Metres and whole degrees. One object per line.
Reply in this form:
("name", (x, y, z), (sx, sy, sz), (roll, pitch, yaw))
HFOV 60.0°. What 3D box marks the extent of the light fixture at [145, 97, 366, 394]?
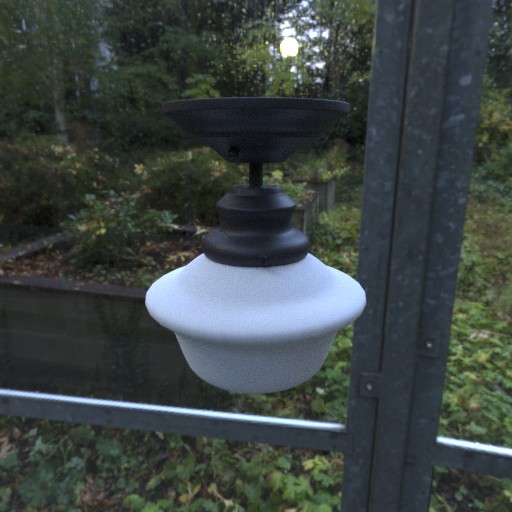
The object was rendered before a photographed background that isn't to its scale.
("light fixture", (0.000, 0.000, 0.395), (0.197, 0.254, 0.197), (0, 15, 0))
